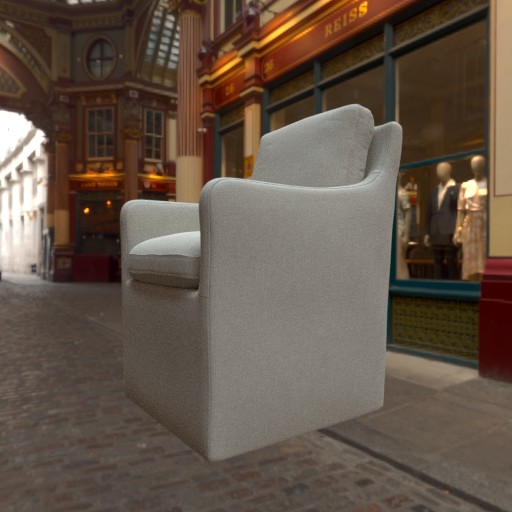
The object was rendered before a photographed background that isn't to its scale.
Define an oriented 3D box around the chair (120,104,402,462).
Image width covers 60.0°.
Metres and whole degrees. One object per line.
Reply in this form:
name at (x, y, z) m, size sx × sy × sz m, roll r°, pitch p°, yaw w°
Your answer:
chair at (0.000, 0.000, 1.388) m, size 0.694 × 0.914 × 0.626 m, roll -1°, pitch 1°, yaw -35°
